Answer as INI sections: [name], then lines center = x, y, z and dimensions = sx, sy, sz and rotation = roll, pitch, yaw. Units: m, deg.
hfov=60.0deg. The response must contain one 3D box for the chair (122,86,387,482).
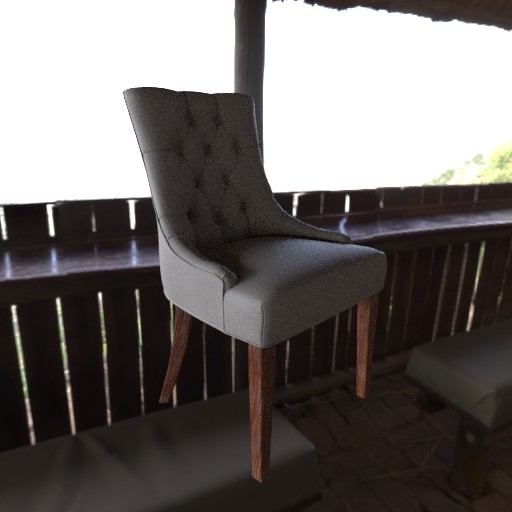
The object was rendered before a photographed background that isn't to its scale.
[chair]
center = 0.000, 0.000, 1.204
dimensions = 0.565, 0.874, 0.509
rotation = 15, 22, 42
